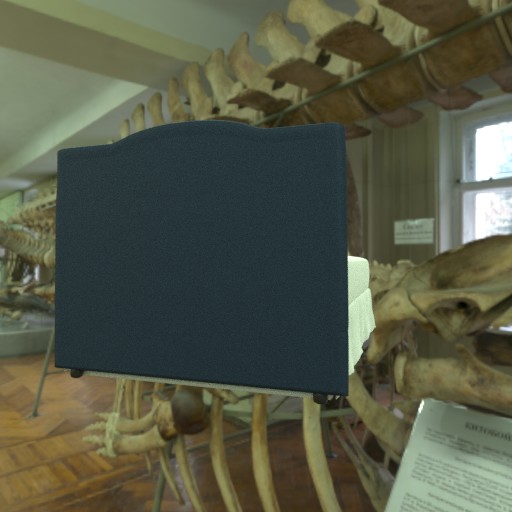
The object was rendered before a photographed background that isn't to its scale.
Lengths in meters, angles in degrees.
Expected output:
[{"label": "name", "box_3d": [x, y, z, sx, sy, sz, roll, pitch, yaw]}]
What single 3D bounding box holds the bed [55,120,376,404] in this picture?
[{"label": "bed", "box_3d": [0.000, 0.000, 3.534, 1.741, 1.441, 2.507, 0, 0, 19]}]
